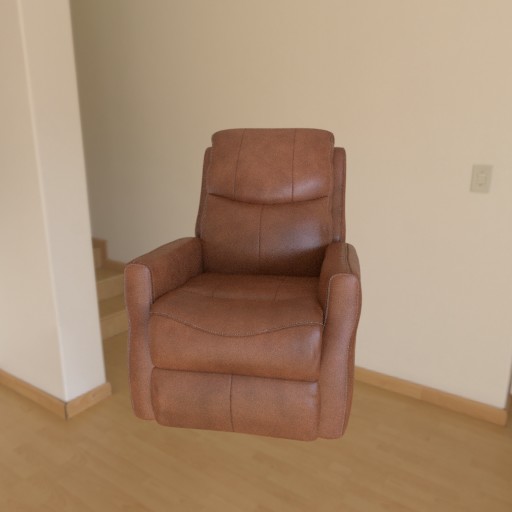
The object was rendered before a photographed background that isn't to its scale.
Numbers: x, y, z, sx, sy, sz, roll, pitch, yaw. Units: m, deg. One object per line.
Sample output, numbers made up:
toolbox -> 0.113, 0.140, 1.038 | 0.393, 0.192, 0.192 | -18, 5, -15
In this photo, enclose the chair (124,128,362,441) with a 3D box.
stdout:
chair -> 0.000, 0.000, 1.789 | 0.821, 1.016, 1.072 | 2, 14, 9
